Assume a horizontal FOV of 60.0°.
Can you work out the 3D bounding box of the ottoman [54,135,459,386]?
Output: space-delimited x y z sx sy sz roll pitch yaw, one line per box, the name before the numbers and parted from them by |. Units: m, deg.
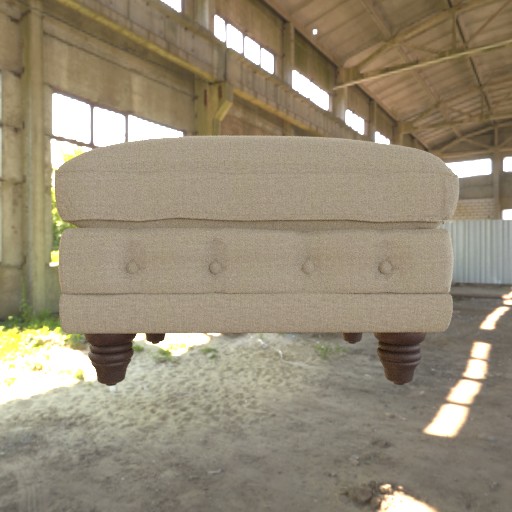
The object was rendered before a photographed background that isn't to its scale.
ottoman | 0.000 0.000 0.989 0.684 0.463 0.541 0 0 -1
